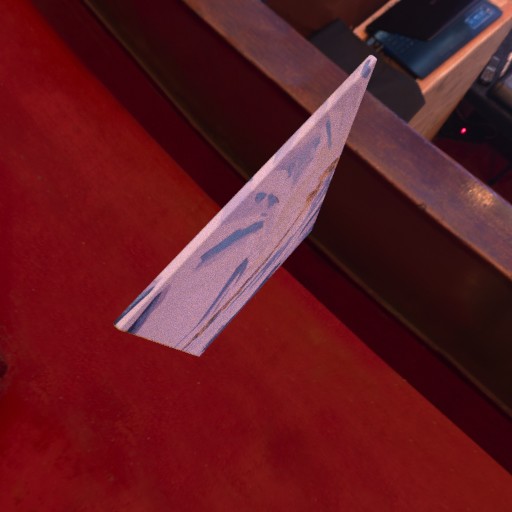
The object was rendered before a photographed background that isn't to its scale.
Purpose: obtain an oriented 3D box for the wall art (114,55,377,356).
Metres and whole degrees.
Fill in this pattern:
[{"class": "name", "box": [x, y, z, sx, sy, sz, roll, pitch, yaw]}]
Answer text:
[{"class": "wall art", "box": [0.000, 0.000, 1.134, 0.016, 0.914, 0.610, 40, 79, 10]}]
